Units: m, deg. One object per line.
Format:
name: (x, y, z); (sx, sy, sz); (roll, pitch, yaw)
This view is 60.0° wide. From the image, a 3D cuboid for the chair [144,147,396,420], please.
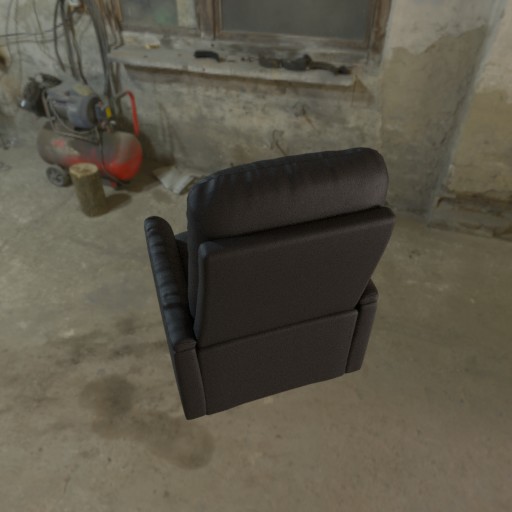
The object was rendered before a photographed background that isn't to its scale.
chair: (0.000, 0.000, 1.694); (0.775, 1.082, 0.831); (-12, 42, -14)
